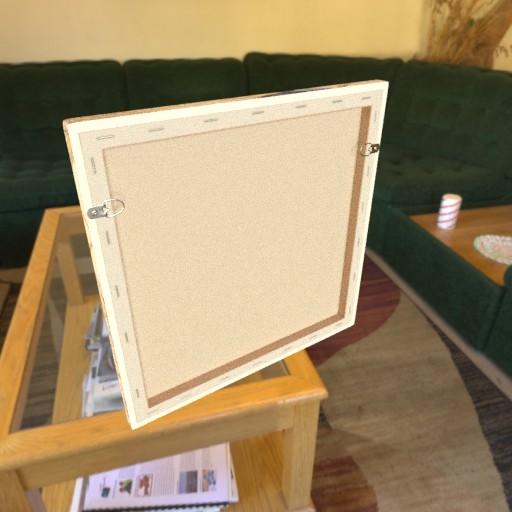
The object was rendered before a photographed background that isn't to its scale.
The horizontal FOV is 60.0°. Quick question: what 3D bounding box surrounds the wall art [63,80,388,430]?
[{"bbox_3d":[0.000,0.000,1.328,0.912,0.914,0.039,-18,35,-28],"label":"wall art"}]
